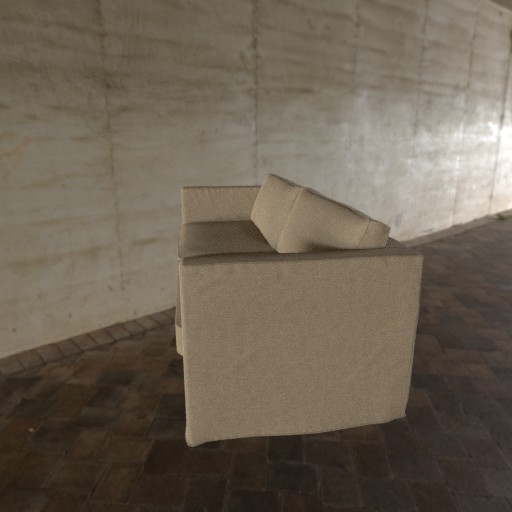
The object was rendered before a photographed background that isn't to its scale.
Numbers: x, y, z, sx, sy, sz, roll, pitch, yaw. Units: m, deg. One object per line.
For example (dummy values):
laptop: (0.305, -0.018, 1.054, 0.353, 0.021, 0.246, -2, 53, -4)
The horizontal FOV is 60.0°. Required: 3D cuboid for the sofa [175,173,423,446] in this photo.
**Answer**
sofa: (0.000, 0.000, 2.740, 0.956, 0.847, 2.296, -2, 16, -9)
